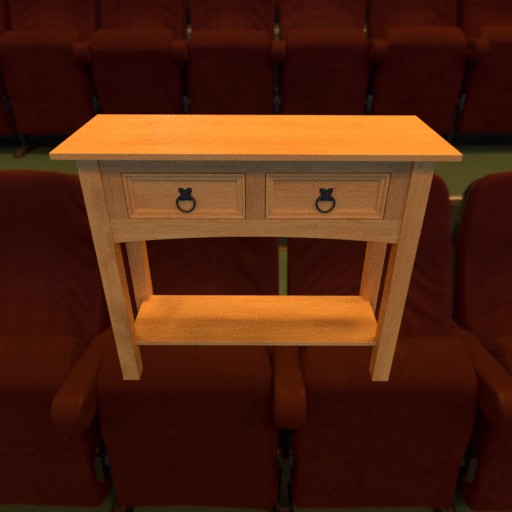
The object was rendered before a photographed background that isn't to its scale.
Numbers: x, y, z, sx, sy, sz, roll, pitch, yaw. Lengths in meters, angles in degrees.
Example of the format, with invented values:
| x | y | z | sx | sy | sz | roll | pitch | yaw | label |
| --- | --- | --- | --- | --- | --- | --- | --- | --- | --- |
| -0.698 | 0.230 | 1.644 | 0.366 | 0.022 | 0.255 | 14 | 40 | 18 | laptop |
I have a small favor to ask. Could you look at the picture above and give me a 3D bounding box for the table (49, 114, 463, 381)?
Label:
| x | y | z | sx | sy | sz | roll | pitch | yaw | label |
| --- | --- | --- | --- | --- | --- | --- | --- | --- | --- |
| 0.000 | 0.000 | 1.296 | 0.900 | 0.728 | 0.340 | 0 | 31 | 0 | table |
